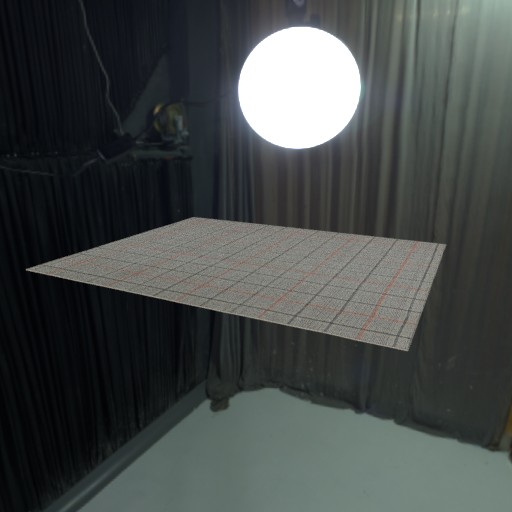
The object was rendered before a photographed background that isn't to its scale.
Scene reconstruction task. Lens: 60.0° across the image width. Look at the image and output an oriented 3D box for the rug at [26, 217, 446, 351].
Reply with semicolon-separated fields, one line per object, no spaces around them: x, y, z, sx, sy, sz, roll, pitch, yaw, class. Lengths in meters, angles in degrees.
0.000;0.000;4.063;3.048;0.012;2.444;8;18;26;rug
